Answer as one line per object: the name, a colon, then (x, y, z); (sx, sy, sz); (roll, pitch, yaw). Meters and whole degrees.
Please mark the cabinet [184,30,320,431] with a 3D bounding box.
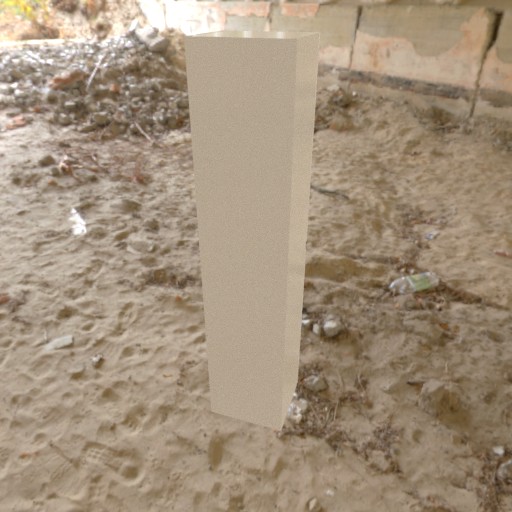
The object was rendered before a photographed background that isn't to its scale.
cabinet: (0.000, 0.000, 1.560); (0.300, 1.400, 0.270); (10, 31, 16)
